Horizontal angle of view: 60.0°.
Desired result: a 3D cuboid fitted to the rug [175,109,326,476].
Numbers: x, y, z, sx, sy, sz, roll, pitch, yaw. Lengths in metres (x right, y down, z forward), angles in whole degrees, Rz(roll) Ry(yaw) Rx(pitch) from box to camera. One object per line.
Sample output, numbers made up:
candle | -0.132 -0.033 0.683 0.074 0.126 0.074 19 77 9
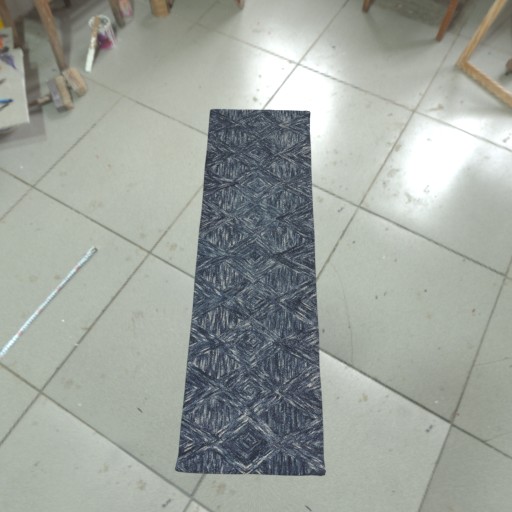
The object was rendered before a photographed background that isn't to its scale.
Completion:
rug | 0.000 0.000 2.605 0.719 0.013 2.306 1 64 1
